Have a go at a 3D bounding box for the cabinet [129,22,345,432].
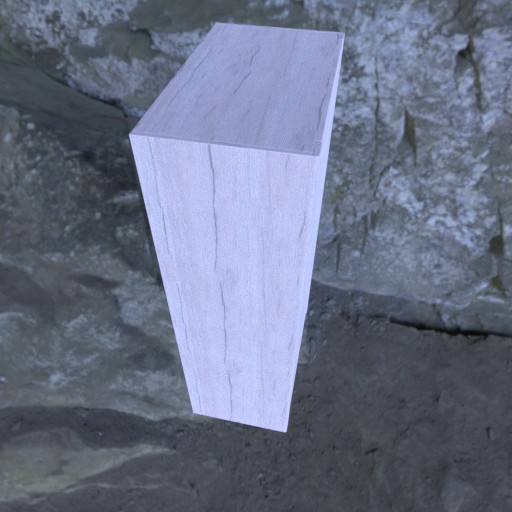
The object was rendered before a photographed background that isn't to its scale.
[{"bbox_3d":[0.000,0.000,2.329,0.580,1.930,0.980,9,47,8],"label":"cabinet"}]
